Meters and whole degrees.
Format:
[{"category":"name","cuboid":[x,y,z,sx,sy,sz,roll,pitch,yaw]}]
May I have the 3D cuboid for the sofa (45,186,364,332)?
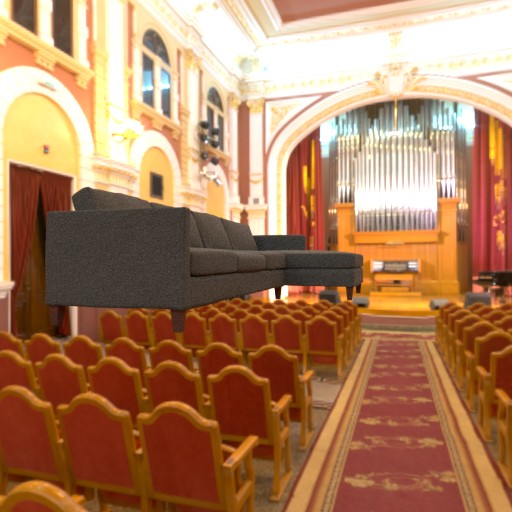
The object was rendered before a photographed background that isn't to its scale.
[{"category":"sofa","cuboid":[0.000,0.000,3.903,1.625,0.846,3.186,0,0,18]}]
